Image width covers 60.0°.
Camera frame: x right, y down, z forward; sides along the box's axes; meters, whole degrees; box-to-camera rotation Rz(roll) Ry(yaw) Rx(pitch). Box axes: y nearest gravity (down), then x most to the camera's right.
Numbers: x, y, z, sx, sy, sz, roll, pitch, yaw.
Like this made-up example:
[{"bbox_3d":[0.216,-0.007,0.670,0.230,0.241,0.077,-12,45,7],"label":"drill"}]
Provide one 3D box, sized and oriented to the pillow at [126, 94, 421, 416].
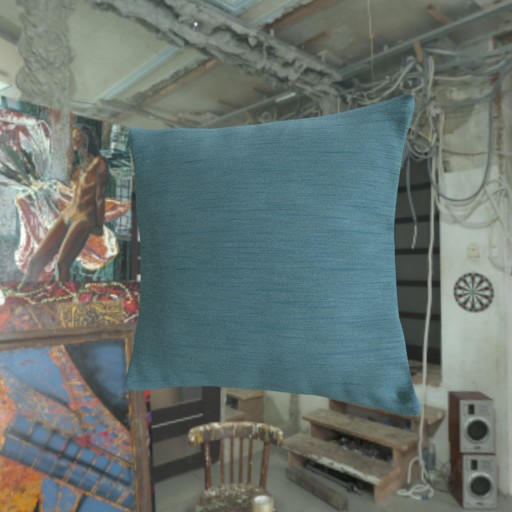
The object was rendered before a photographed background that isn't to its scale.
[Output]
[{"bbox_3d":[0.000,0.000,0.628,0.433,0.415,0.151,-1,-3,18],"label":"pillow"}]
